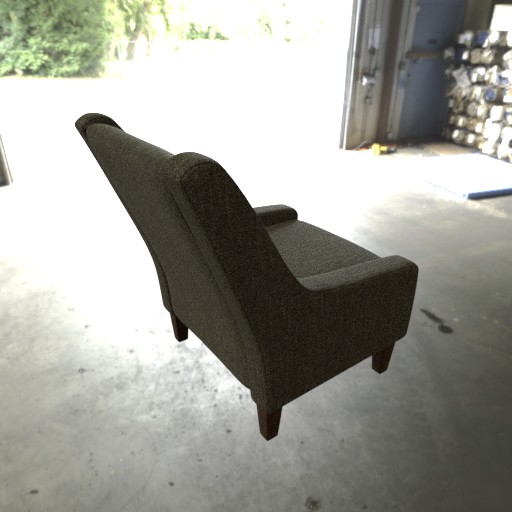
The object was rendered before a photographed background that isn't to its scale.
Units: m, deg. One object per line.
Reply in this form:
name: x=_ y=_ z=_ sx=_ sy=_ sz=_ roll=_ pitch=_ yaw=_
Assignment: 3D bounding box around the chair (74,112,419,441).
chair: x=0.000 y=0.000 z=1.647 sx=0.944 sy=1.012 sz=0.793 roll=-18 pitch=32 yaw=-31
